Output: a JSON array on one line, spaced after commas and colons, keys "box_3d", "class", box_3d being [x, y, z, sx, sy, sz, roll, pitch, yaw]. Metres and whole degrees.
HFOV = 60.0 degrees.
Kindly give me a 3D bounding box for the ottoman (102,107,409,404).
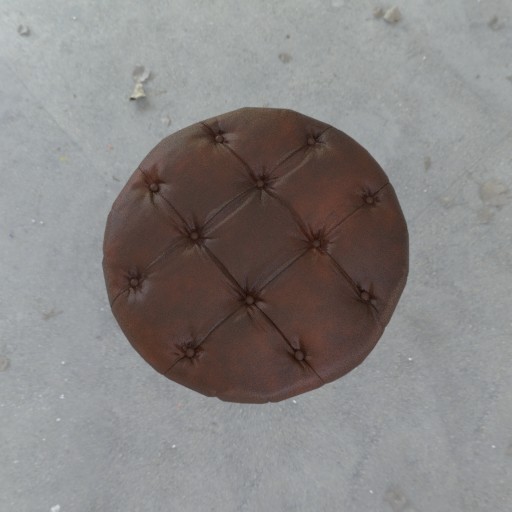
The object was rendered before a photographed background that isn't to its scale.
[{"box_3d": [0.000, 0.000, 1.423, 0.901, 0.455, 0.901, 0, 75, 0], "class": "ottoman"}]
